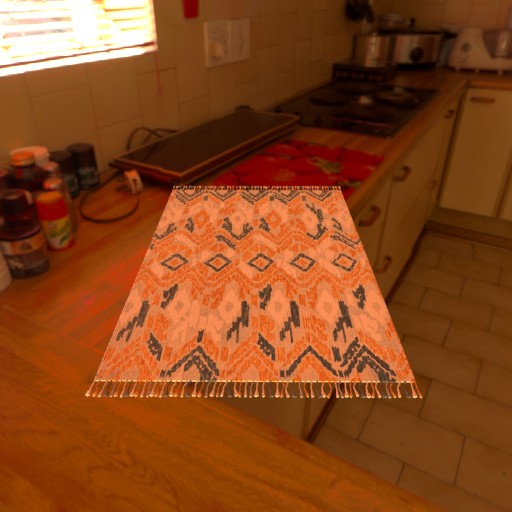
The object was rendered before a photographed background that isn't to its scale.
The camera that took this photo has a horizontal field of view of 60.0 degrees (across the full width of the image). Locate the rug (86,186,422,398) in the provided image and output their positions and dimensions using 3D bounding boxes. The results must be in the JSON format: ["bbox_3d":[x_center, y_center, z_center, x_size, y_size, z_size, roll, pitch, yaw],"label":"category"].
[{"bbox_3d":[0.000,0.000,3.031,1.533,0.010,2.428,0,32,0],"label":"rug"}]
